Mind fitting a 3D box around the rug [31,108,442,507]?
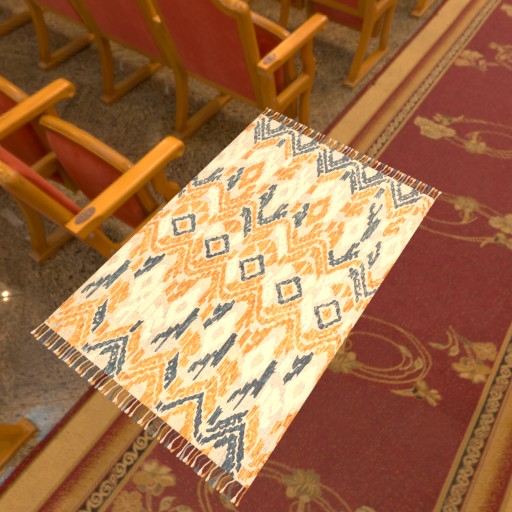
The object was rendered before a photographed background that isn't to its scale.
[{"bbox_3d":[0.000,0.000,2.887,1.533,0.010,2.428,32,64,18],"label":"rug"}]
